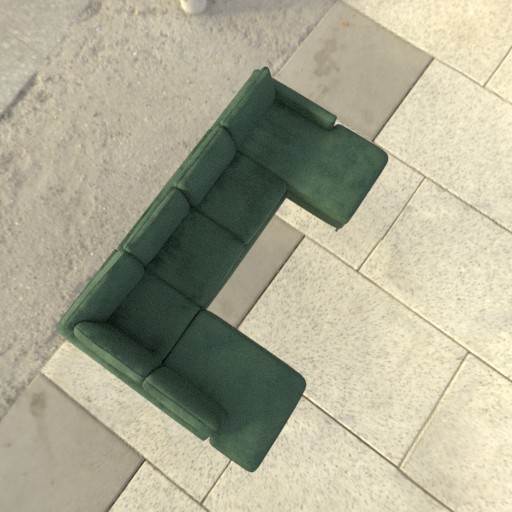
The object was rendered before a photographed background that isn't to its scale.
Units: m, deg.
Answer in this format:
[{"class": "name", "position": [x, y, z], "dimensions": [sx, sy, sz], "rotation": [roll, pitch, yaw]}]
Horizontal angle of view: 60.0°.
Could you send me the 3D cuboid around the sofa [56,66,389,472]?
[{"class": "sofa", "position": [0.000, 0.000, 3.931], "dimensions": [1.992, 0.861, 2.994], "rotation": [34, 79, 7]}]
